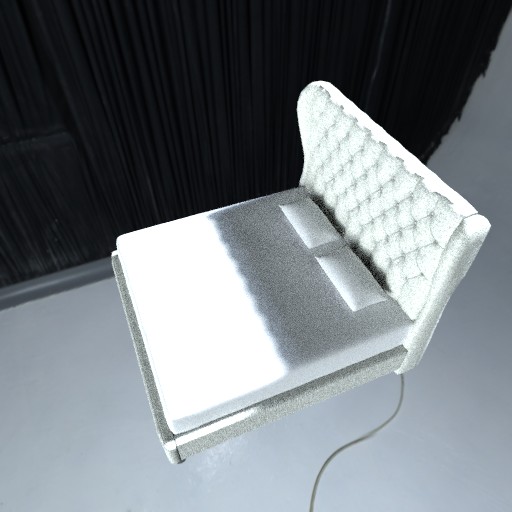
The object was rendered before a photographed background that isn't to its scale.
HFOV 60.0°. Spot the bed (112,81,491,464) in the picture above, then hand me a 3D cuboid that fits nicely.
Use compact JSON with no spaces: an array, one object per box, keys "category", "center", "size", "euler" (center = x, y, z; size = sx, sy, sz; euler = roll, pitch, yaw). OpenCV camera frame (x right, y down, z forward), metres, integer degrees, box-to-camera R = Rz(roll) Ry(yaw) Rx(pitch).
[{"category":"bed","center":[0.000,0.000,3.773],"size":[2.347,1.771,2.219],"euler":[-17,49,-15]}]
